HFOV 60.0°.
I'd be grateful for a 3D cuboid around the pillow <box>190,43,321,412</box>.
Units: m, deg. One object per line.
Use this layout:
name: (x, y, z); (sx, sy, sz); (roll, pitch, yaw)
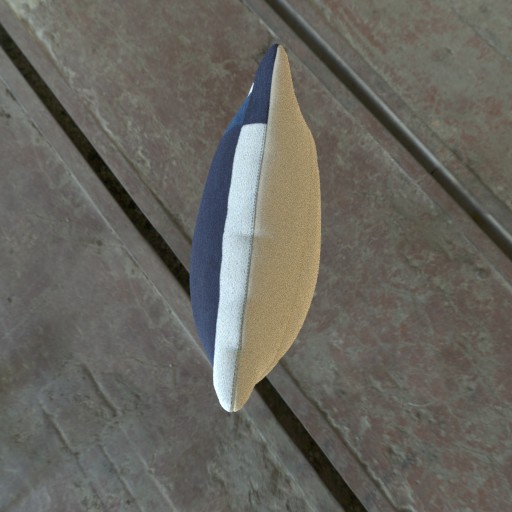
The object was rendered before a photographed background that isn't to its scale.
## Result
pillow: (0.000, 0.000, 0.806); (0.229, 0.506, 0.536); (7, 75, 2)
